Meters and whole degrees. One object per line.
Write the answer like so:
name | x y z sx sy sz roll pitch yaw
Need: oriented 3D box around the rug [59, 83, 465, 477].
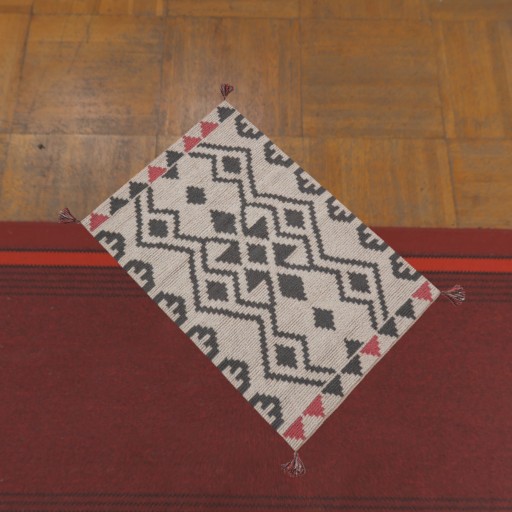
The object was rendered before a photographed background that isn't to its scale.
rug | 0.000 0.000 2.624 1.444 0.067 2.069 -44 79 -11
